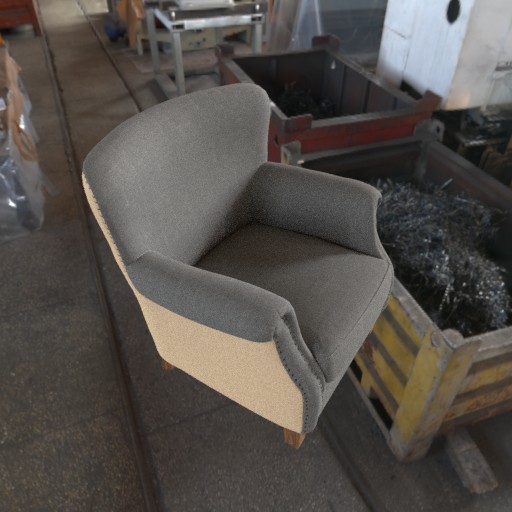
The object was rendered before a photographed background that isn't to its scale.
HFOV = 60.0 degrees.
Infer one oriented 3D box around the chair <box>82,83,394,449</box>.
[{"bbox_3d":[0.000,0.000,1.618,0.921,0.936,0.861,23,46,25],"label":"chair"}]
